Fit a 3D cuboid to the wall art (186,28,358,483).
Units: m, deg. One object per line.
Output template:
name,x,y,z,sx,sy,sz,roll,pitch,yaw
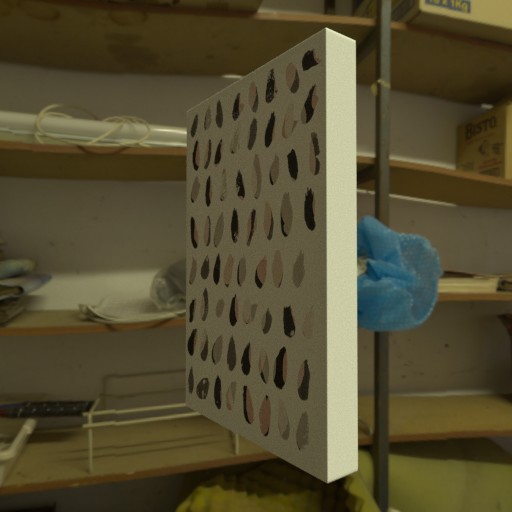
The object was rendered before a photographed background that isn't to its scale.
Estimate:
wall art,0.000,0.000,0.483,0.039,0.381,0.252,1,-2,-36
